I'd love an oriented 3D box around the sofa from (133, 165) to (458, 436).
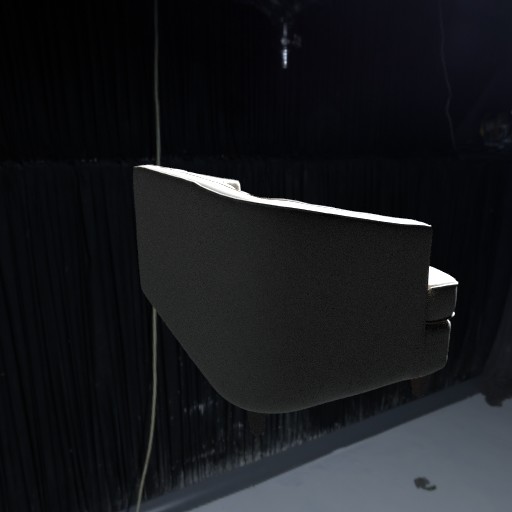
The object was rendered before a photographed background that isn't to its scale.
[{"bbox_3d":[0.000,0.000,2.240,0.940,0.878,1.731,-8,17,-25],"label":"sofa"}]
